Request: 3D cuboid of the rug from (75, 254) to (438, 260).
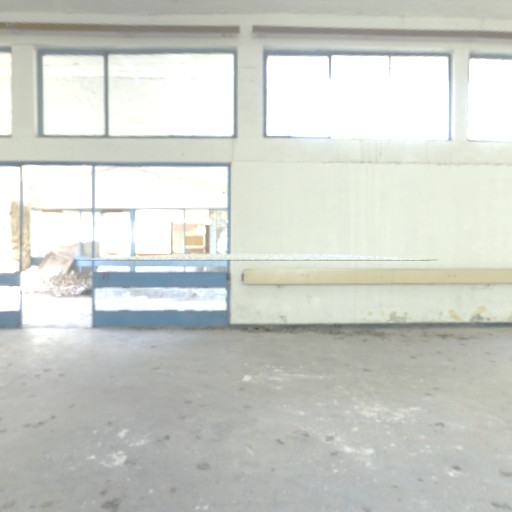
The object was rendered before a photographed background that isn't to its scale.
[{"bbox_3d":[0.000,0.000,3.074,1.524,0.005,2.439,0,1,0],"label":"rug"}]
